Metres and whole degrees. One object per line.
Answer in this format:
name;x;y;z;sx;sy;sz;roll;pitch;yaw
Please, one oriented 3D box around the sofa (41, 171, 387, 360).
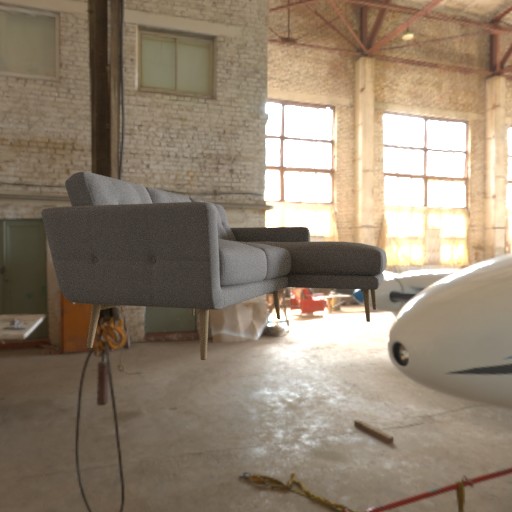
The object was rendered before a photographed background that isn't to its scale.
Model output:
sofa;0.000;0.000;2.805;1.530;0.860;2.040;0;1;18
